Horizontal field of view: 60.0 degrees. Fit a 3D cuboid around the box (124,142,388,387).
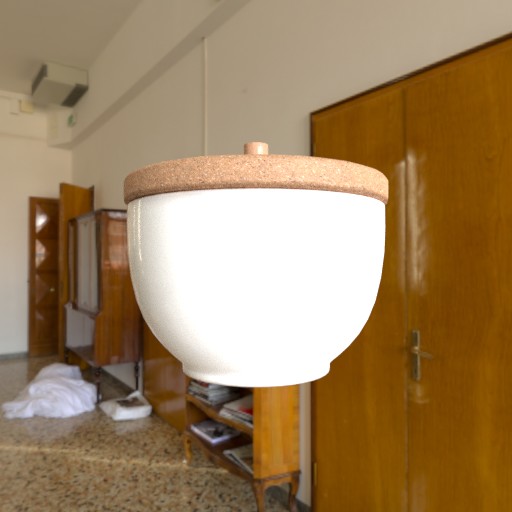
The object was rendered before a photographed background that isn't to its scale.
[{"bbox_3d":[0.000,0.000,0.187,0.107,0.094,0.107,0,-1,0],"label":"box"}]
